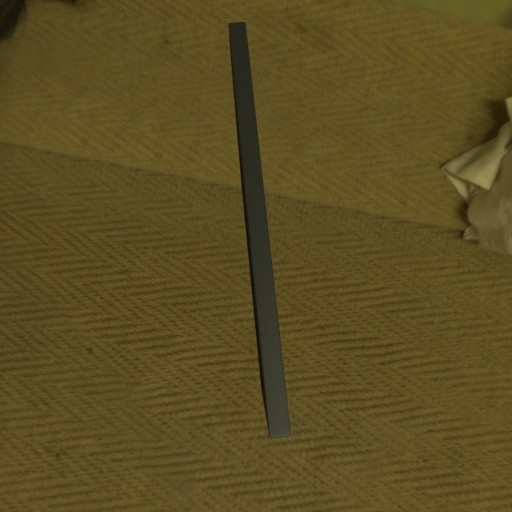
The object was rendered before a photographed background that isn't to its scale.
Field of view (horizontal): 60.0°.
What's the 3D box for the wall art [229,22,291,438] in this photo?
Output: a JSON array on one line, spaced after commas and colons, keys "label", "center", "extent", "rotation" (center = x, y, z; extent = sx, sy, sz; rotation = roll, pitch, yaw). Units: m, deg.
[{"label": "wall art", "center": [0.000, 0.000, 0.685], "extent": [0.022, 0.453, 0.456], "rotation": [-6, 77, -1]}]
